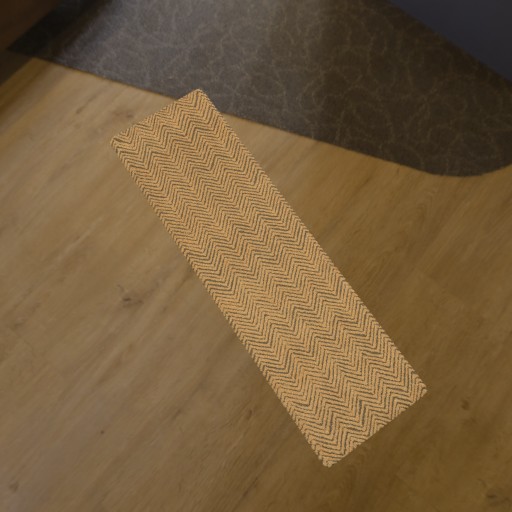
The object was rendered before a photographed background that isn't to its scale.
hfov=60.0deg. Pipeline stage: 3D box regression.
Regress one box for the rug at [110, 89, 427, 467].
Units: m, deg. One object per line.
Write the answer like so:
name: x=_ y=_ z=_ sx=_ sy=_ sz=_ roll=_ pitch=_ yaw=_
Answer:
rug: x=0.000 y=0.000 z=2.574 sx=0.686 sy=0.008 sz=2.286 roll=-33 pitch=77 yaw=-9
